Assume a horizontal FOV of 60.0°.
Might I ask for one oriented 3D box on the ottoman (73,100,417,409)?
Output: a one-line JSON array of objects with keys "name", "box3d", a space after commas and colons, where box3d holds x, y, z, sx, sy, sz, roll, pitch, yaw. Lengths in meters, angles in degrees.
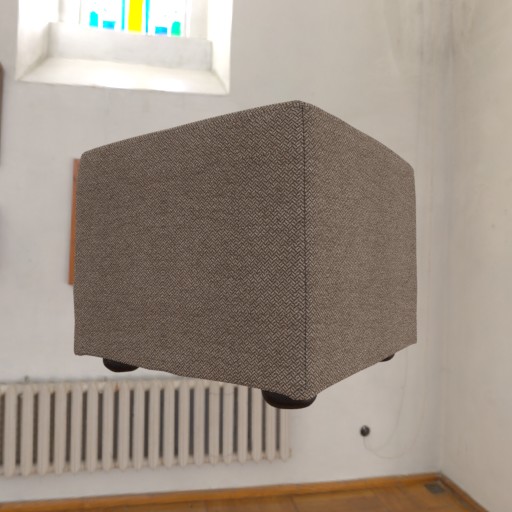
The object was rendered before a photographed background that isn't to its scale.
[{"name": "ottoman", "box3d": [0.000, 0.000, 0.910, 0.519, 0.453, 0.512, -1, -1, 35]}]
